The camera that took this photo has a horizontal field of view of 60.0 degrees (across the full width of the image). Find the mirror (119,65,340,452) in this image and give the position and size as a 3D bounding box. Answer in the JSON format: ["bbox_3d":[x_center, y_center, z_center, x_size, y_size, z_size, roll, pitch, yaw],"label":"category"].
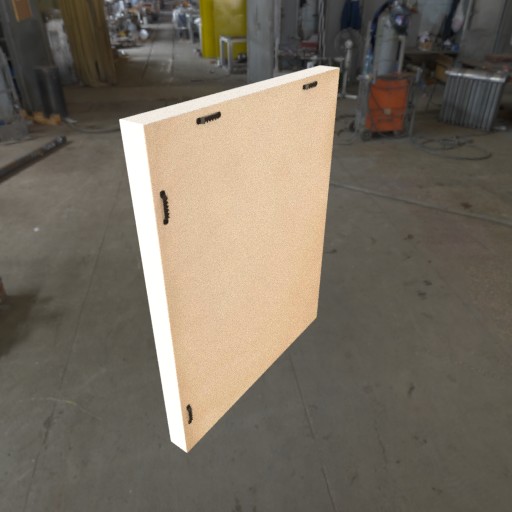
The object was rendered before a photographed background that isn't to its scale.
[{"bbox_3d":[0.000,0.000,0.702,0.041,0.508,0.405,21,38,30],"label":"mirror"}]
